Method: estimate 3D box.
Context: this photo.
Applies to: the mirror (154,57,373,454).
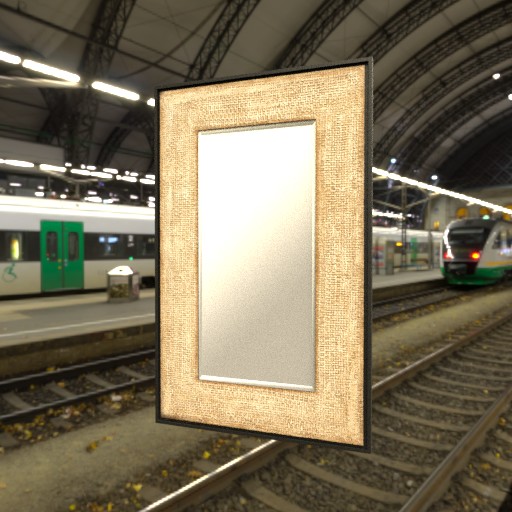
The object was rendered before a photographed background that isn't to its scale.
[{"bbox_3d":[0.000,0.000,1.501,0.762,1.219,0.038,0,1,19],"label":"mirror"}]
